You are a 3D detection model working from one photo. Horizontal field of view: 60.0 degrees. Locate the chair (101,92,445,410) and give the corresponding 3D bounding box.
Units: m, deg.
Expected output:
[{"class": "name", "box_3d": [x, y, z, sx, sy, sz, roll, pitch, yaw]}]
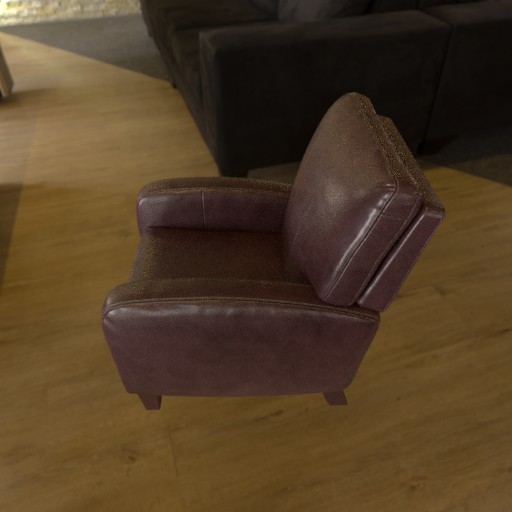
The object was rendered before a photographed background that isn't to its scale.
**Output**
[{"class": "chair", "box_3d": [0.000, 0.000, 1.639, 0.990, 0.990, 0.762, -1, 41, -1]}]
